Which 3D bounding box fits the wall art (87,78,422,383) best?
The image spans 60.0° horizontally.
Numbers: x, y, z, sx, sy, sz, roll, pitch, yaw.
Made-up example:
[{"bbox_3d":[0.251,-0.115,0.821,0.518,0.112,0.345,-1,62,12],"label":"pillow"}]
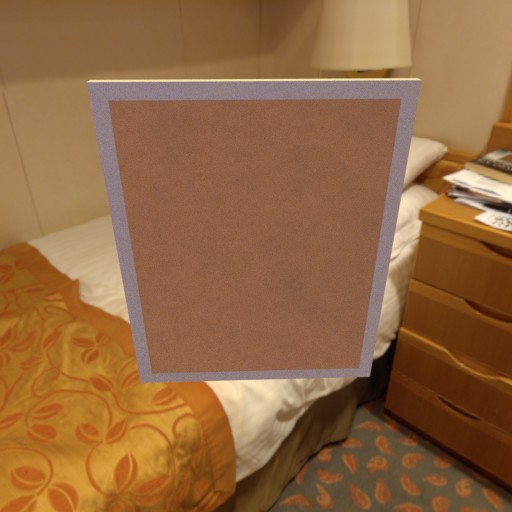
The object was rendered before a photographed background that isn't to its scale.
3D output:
[{"bbox_3d":[0.000,0.000,1.088,0.661,0.811,0.026,-1,30,-2],"label":"wall art"}]
